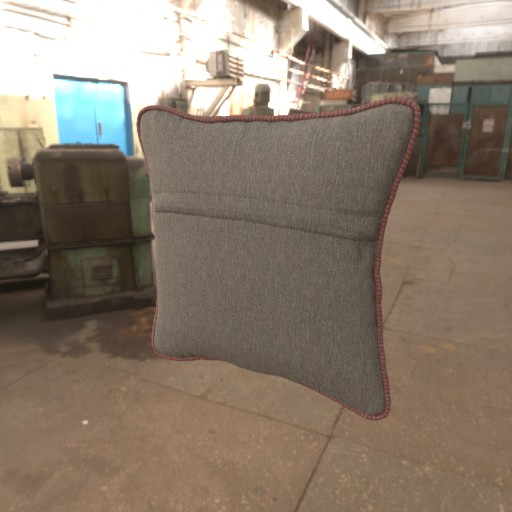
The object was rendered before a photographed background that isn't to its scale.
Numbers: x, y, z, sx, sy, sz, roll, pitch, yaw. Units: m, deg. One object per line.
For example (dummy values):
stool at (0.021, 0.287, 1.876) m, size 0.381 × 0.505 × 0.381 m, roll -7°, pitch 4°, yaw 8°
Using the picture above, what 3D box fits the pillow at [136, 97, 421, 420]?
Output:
pillow at (0.000, 0.000, 0.742) m, size 0.482 × 0.491 × 0.124 m, roll 8°, pitch 18°, yaw 27°
